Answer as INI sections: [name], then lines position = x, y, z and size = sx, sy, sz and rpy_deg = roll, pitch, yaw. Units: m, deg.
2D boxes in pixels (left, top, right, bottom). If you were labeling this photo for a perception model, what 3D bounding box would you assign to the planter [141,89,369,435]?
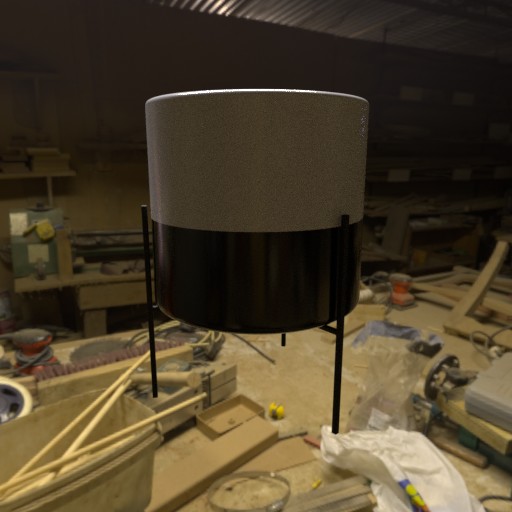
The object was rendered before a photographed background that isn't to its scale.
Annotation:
[planter]
position = 0.000, 0.000, 0.657
size = 0.310, 0.432, 0.310
rpy_deg = -6, 15, -25
